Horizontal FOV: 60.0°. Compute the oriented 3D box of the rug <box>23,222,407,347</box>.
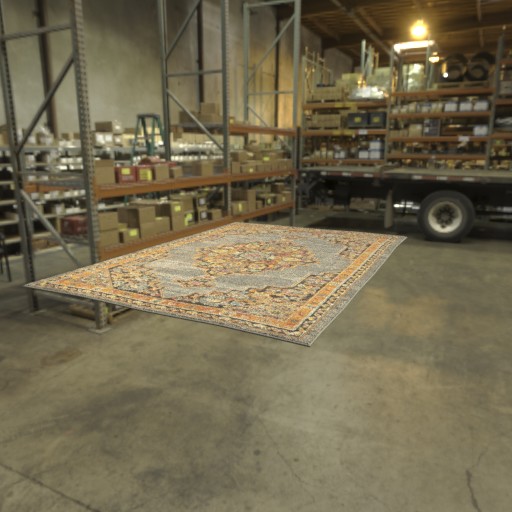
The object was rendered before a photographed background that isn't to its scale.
[{"bbox_3d":[0.000,0.000,3.979,2.158,0.024,3.063,7,15,26],"label":"rug"}]
